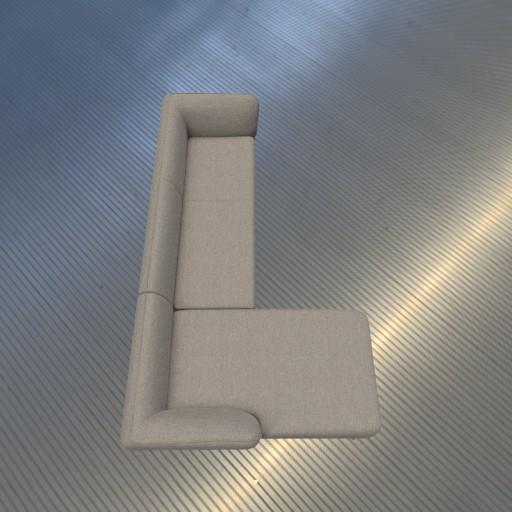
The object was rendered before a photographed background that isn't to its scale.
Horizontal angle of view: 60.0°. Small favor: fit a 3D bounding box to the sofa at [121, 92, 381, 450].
[{"bbox_3d":[0.000,0.000,3.271,1.532,0.693,2.653,0,63,0],"label":"sofa"}]
